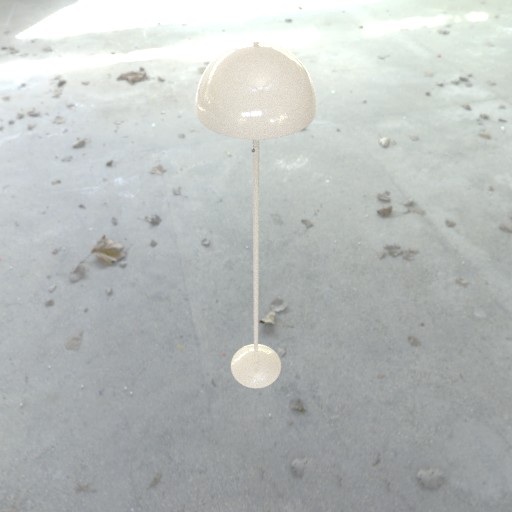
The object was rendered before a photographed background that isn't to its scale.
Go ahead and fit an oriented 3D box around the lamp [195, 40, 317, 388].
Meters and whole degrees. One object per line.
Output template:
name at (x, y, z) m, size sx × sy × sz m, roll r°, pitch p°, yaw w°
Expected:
lamp at (0.000, 0.000, 1.606) m, size 0.328 × 1.480 × 0.328 m, roll -10°, pitch 46°, yaw -10°
